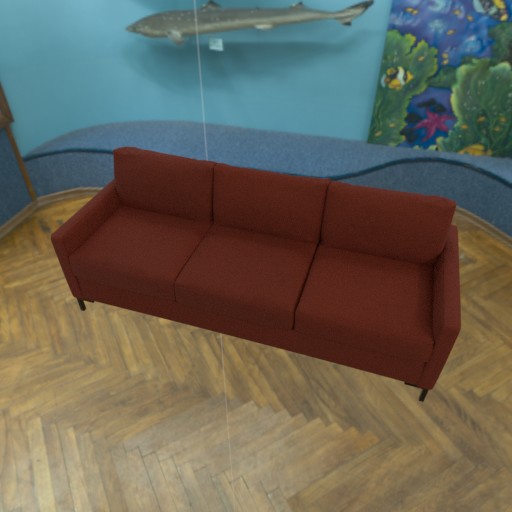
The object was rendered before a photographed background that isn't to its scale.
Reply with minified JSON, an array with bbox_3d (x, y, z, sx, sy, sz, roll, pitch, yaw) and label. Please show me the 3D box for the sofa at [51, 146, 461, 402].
[{"bbox_3d":[0.000,0.000,2.678,2.252,0.879,0.875,12,42,14],"label":"sofa"}]
